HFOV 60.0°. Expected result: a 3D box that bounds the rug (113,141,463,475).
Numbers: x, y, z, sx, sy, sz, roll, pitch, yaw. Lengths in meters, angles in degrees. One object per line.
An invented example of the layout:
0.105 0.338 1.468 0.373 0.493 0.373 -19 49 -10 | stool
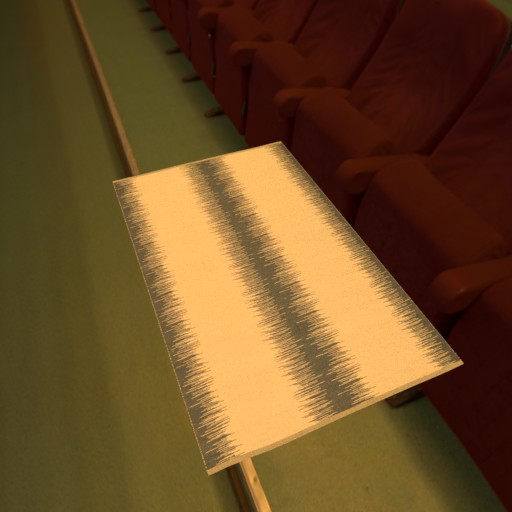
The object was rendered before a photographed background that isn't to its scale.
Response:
0.000 0.000 3.065 1.519 0.003 2.453 -17 50 -15 | rug
